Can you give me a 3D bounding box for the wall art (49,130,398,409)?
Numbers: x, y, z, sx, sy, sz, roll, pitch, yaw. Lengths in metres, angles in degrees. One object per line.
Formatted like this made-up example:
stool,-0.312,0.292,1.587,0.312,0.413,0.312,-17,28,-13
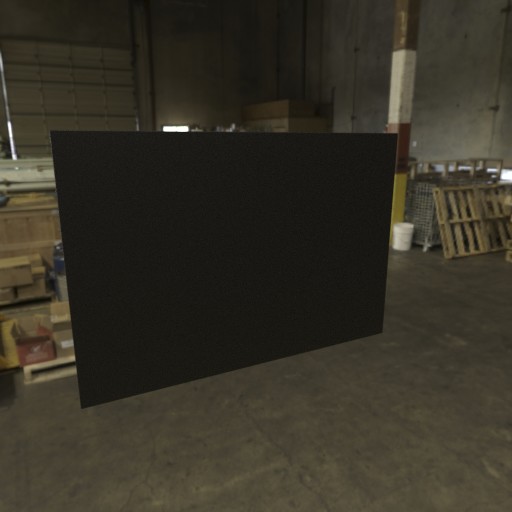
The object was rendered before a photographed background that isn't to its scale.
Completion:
wall art,0.000,0.000,1.503,1.192,0.811,0.013,-7,16,-26
